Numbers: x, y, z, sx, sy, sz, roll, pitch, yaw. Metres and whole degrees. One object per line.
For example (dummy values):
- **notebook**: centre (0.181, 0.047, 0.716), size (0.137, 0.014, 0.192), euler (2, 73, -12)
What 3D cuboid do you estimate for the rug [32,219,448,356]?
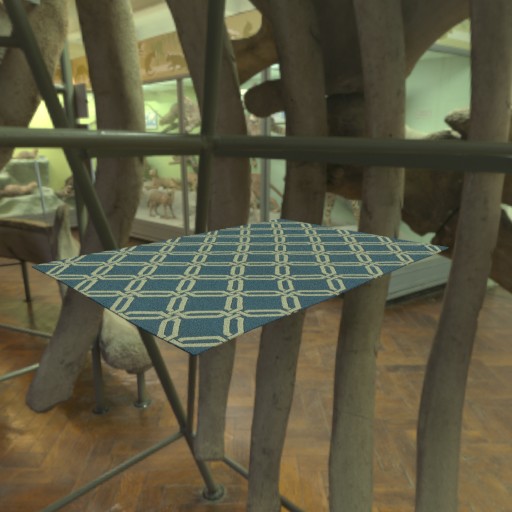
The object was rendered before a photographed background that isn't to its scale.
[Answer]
- **rug**: centre (0.000, 0.000, 2.735), size (1.524, 0.013, 2.135), euler (14, 21, 43)
